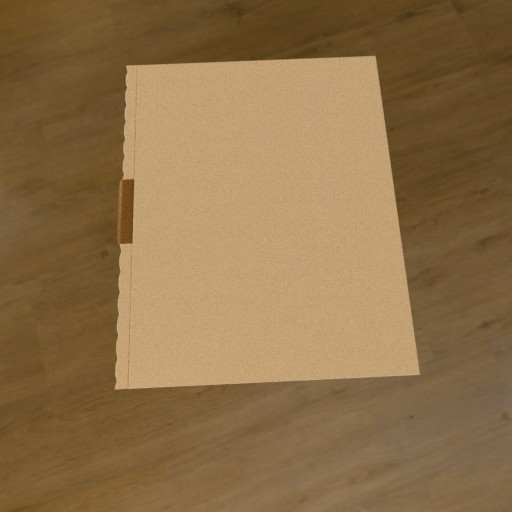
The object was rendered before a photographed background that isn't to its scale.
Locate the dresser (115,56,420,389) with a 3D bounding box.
[{"bbox_3d":[0.000,0.000,0.927,0.414,0.568,0.503,-3,75,-1],"label":"dresser"}]
